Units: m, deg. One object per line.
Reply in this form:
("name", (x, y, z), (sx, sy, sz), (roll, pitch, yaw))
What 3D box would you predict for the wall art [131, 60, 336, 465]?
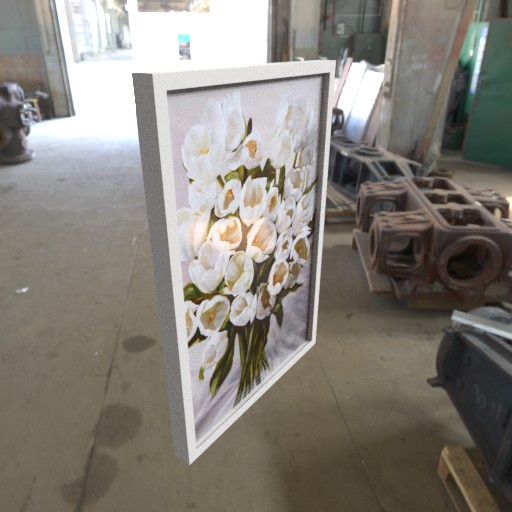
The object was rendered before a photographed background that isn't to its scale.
("wall art", (0.000, 0.000, 0.540), (0.025, 0.428, 0.293), (18, 32, 33))
